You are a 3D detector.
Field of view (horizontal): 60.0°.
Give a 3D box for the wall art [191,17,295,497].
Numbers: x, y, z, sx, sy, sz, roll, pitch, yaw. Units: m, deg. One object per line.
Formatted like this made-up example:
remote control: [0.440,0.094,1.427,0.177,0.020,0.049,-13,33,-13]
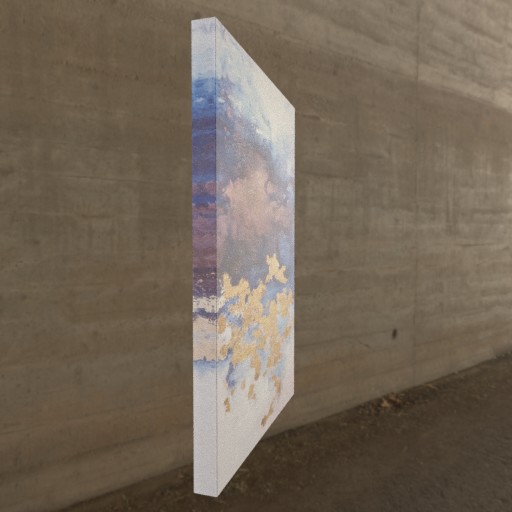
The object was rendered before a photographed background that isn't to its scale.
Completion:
wall art: [0.000,0.000,1.087,0.048,0.874,0.583,1,2,19]
